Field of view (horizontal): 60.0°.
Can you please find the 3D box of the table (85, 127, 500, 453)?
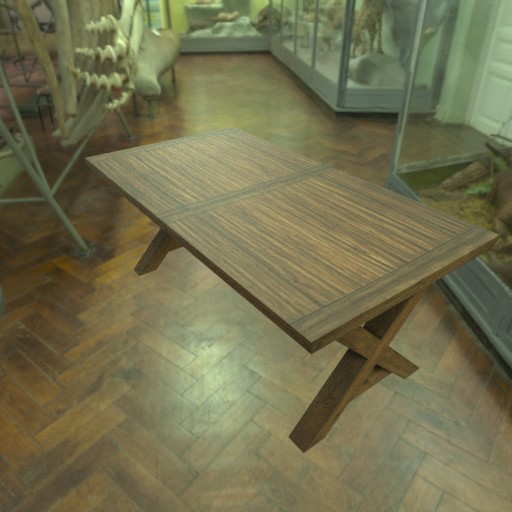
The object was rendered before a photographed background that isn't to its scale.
[{"bbox_3d":[0.000,0.000,2.454,1.071,0.793,1.966,-22,38,-31],"label":"table"}]
